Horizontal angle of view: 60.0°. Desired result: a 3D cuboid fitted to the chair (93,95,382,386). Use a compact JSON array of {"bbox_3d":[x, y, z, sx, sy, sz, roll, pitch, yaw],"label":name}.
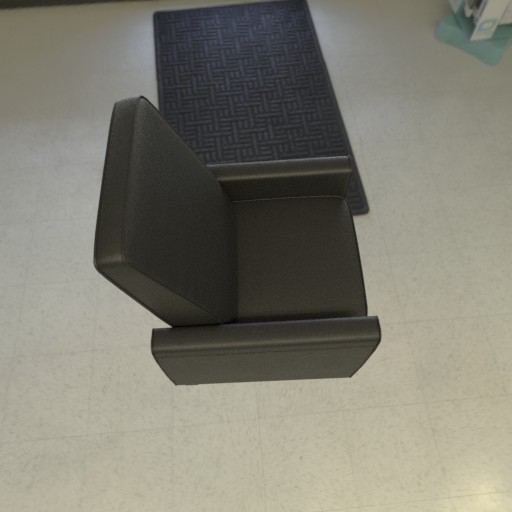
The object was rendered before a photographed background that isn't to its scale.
[{"bbox_3d":[0.000,0.000,1.521,0.746,1.013,0.705,-2,63,-1],"label":"chair"}]
